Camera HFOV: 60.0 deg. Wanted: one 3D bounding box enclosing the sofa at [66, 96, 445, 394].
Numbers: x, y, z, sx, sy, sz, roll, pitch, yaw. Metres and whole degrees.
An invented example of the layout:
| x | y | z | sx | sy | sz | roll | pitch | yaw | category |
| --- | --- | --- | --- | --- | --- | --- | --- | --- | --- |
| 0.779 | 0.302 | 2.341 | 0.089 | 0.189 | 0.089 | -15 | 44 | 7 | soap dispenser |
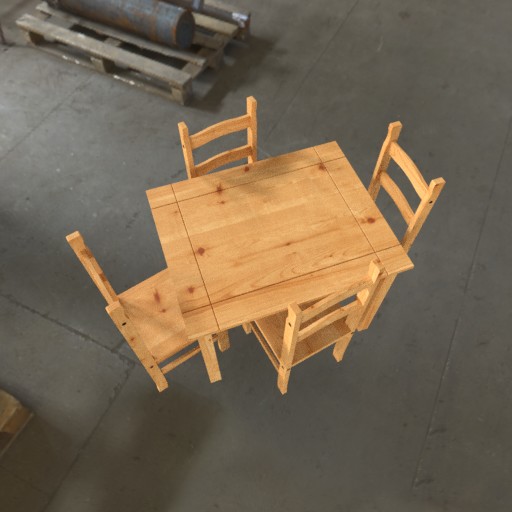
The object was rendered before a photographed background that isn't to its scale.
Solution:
| x | y | z | sx | sy | sz | roll | pitch | yaw | category |
| --- | --- | --- | --- | --- | --- | --- | --- | --- | --- |
| 0.000 | 0.000 | 2.227 | 1.529 | 1.000 | 1.144 | -17 | 60 | -10 | sofa |
